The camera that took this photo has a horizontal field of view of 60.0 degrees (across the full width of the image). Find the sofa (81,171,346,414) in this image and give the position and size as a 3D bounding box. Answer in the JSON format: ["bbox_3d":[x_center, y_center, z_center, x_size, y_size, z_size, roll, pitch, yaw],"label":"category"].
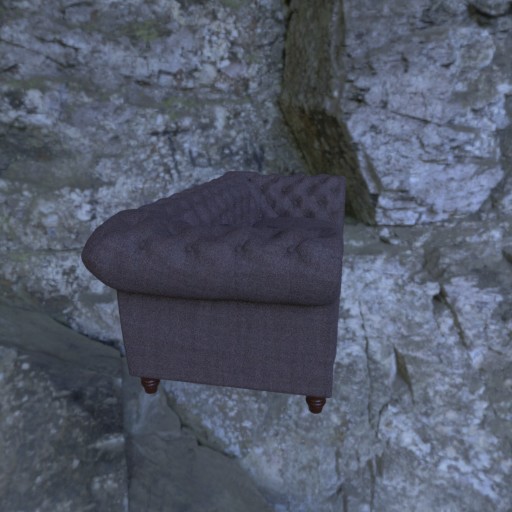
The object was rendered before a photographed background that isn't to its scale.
[{"bbox_3d":[0.000,0.000,2.462,0.944,0.780,2.048,3,16,11],"label":"sofa"}]
